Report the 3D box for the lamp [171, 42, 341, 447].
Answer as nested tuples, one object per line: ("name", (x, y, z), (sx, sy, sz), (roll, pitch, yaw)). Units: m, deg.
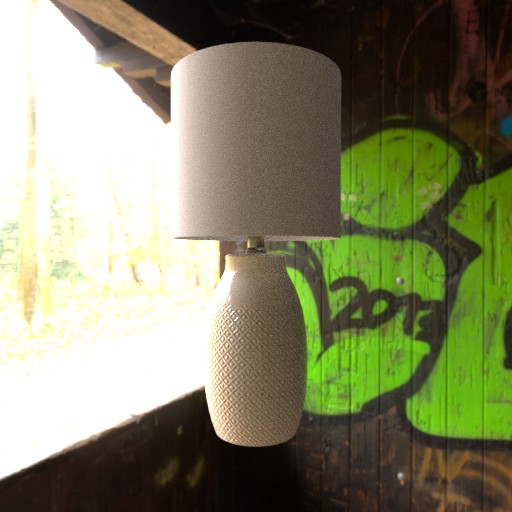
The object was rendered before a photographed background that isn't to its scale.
("lamp", (0.000, 0.000, 0.576), (0.217, 0.453, 0.217), (0, 0, 0))
